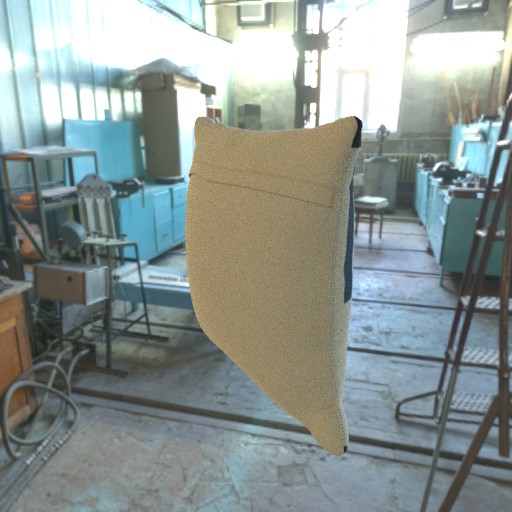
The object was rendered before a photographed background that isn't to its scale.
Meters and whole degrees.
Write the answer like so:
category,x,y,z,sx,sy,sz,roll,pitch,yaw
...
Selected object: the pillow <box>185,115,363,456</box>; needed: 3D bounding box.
category,x,y,z,sx,sy,sz,roll,pitch,yaw
pillow,0.000,0.000,0.825,0.229,0.506,0.536,-9,18,-28
